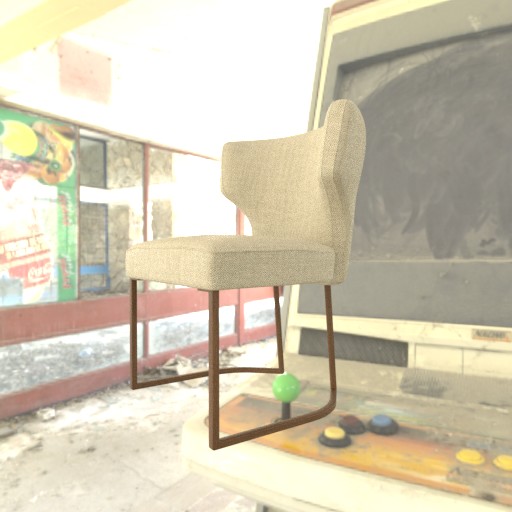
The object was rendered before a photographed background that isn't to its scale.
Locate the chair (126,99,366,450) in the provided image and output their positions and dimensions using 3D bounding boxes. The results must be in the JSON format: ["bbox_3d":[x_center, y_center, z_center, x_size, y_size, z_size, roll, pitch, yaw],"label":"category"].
[{"bbox_3d":[0.000,0.000,1.318,0.617,0.824,0.611,-1,1,-35],"label":"chair"}]
